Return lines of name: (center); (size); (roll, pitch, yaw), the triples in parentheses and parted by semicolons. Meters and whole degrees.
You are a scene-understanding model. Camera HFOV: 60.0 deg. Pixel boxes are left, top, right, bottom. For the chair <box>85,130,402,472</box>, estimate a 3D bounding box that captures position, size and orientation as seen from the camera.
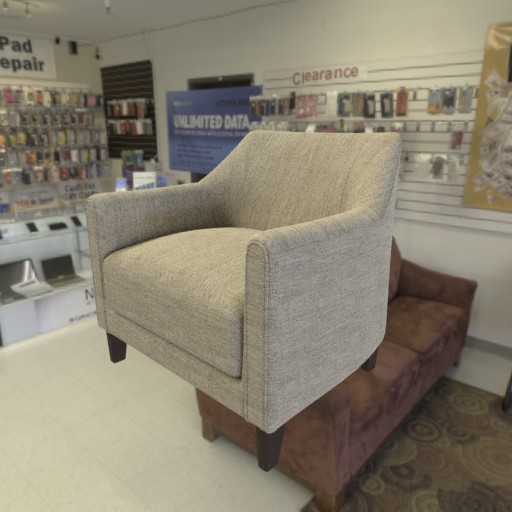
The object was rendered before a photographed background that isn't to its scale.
chair: (0.000, 0.000, 1.415); (0.796, 0.761, 0.758); (16, 23, 42)
